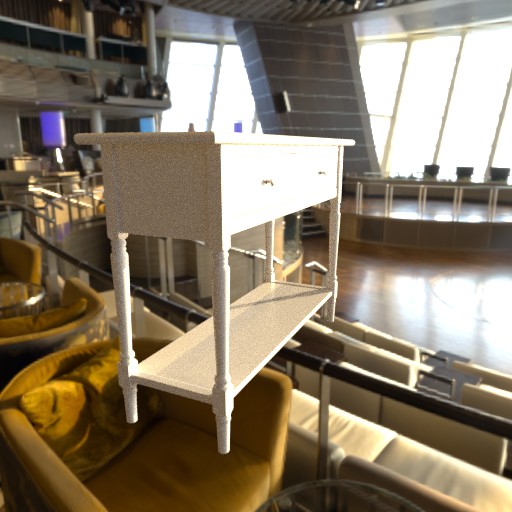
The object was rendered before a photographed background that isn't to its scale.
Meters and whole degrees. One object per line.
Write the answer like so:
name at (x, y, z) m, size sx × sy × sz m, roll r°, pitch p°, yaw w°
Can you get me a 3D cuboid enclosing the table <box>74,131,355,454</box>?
table at (0.000, 0.000, 1.578) m, size 0.386 × 0.814 × 1.191 m, roll 6°, pitch 15°, yaw 25°
